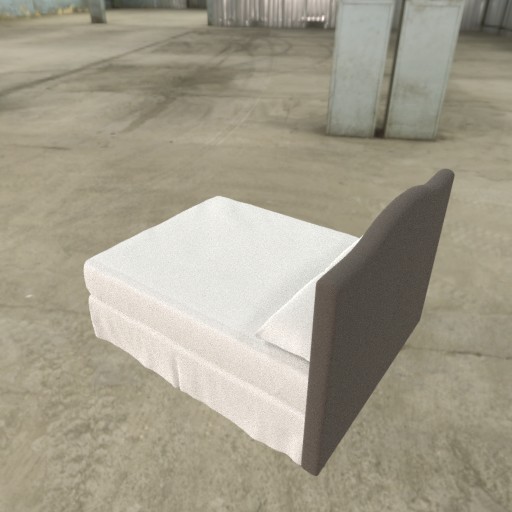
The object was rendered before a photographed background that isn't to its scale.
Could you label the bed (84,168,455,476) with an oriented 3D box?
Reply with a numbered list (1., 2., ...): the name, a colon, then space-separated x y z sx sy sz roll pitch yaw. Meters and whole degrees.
1. bed: 0.000 0.000 3.131 2.036 1.387 1.666 21 36 31
